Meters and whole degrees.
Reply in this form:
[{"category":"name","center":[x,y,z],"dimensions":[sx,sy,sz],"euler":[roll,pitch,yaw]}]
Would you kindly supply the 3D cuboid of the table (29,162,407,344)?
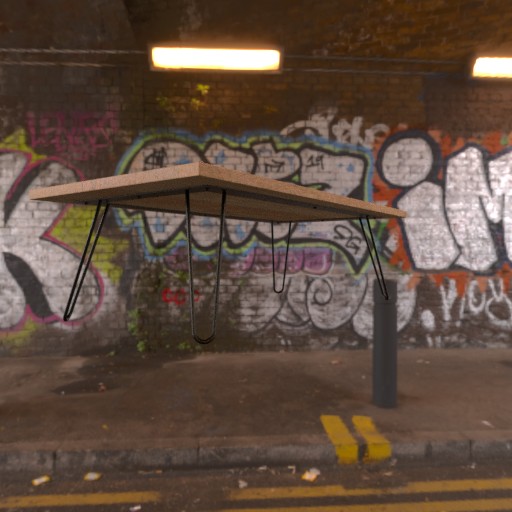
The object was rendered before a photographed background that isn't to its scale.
[{"category":"table","center":[0.000,0.000,1.667],"dimensions":[0.699,0.400,1.348],"euler":[0,0,36]}]
